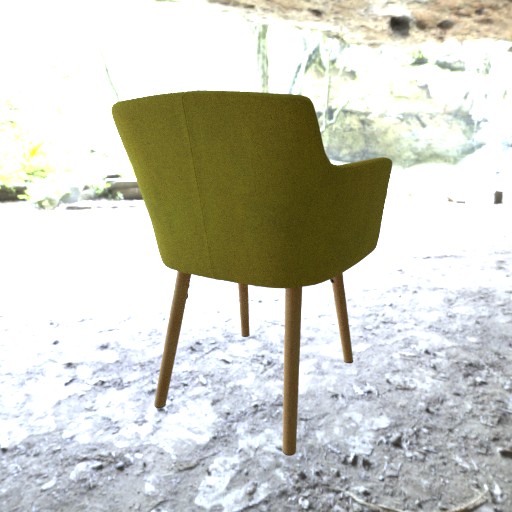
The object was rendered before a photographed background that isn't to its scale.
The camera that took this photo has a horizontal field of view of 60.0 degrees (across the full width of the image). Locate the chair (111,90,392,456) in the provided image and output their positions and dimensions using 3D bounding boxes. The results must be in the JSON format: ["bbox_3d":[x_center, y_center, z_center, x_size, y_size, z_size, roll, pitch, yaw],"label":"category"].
[{"bbox_3d":[0.000,0.000,1.158,0.570,0.780,0.570,9,18,27],"label":"chair"}]
